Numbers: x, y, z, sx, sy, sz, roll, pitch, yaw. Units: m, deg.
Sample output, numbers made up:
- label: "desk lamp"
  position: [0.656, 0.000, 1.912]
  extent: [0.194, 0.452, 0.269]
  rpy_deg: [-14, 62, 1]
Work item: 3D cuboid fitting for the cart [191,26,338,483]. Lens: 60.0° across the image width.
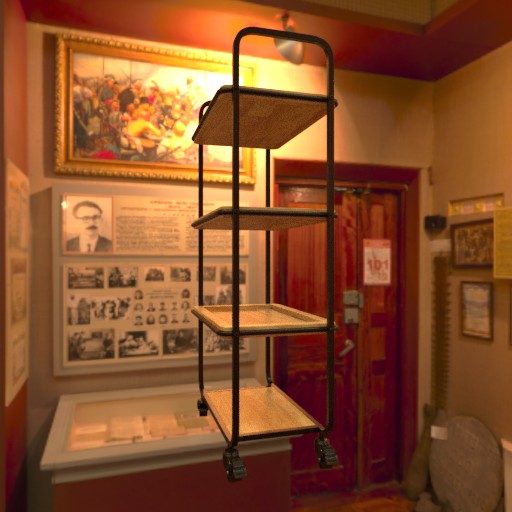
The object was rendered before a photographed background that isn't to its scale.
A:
- label: "cart"
  position: [0.000, 0.000, 1.306]
  extent: [0.321, 1.080, 0.545]
  rpy_deg: [0, 0, -16]
